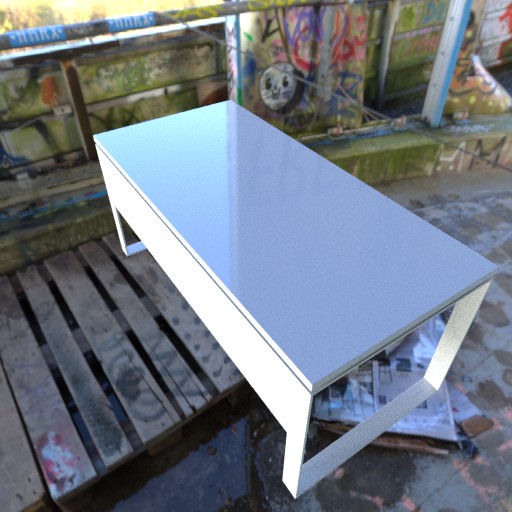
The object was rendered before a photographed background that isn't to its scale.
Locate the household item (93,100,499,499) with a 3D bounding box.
[{"bbox_3d":[0.000,0.000,2.077,0.800,0.745,1.700,-24,46,-25],"label":"household item"}]
